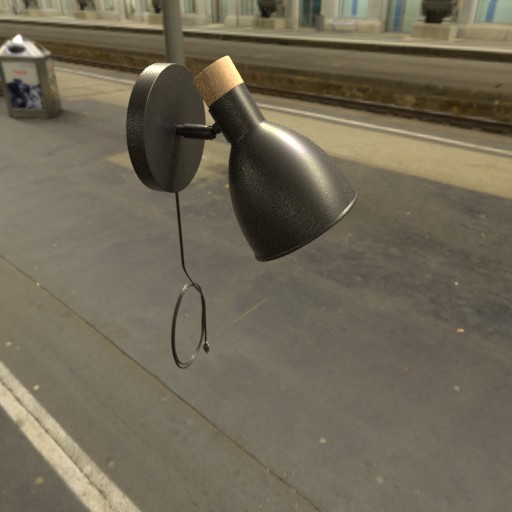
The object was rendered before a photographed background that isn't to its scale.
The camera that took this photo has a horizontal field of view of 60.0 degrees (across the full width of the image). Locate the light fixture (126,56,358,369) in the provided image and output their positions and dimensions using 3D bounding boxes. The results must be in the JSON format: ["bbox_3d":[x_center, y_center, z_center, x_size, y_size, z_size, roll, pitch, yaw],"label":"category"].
[{"bbox_3d":[0.000,0.000,0.488,0.203,0.401,0.127,10,32,17],"label":"light fixture"}]
